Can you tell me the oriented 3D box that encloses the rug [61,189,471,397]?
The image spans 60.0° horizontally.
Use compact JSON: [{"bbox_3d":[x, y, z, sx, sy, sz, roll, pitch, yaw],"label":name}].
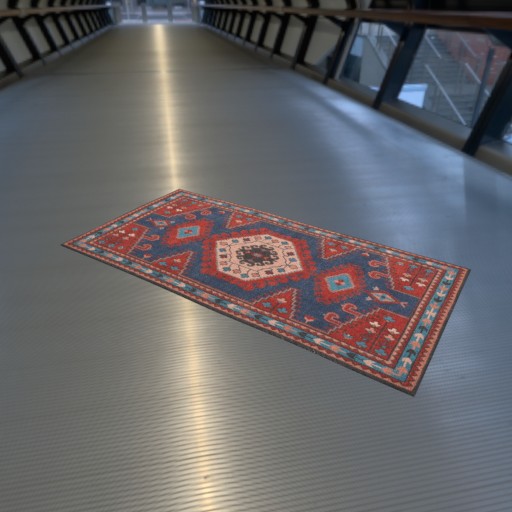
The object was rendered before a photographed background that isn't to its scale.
[{"bbox_3d":[0.000,0.000,3.635,3.032,0.034,1.522,19,35,28],"label":"rug"}]
